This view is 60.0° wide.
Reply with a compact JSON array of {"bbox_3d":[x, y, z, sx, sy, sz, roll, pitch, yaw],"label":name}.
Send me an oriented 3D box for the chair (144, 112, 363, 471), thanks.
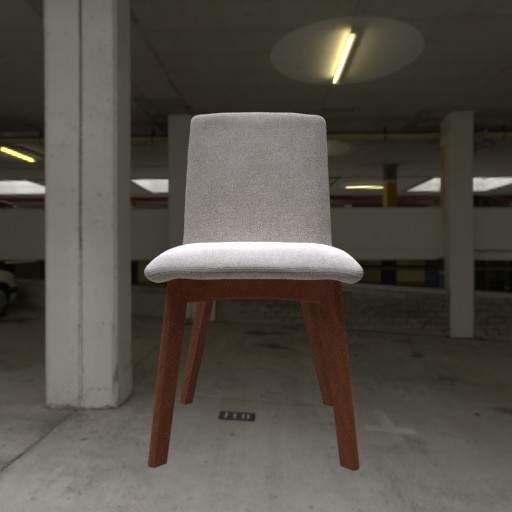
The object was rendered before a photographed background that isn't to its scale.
[{"bbox_3d":[0.000,0.000,1.278,0.522,0.974,0.563,0,0,2],"label":"chair"}]
